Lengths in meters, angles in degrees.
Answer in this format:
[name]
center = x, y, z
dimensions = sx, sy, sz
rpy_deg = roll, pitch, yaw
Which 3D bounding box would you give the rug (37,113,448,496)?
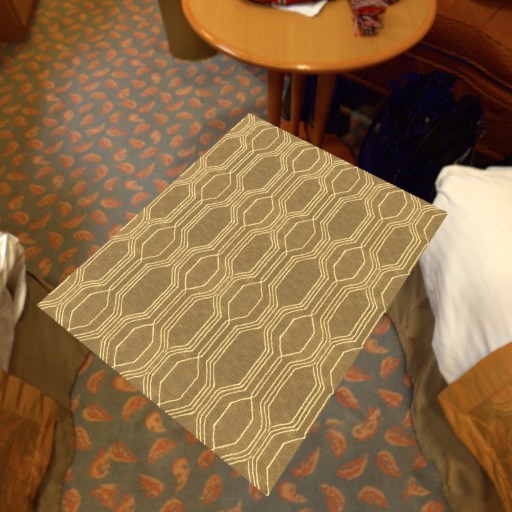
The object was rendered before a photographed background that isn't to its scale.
[rug]
center = 0.000, 0.000, 4.102
dimensions = 2.457, 0.012, 3.062
rpy_deg = 32, 63, 18
